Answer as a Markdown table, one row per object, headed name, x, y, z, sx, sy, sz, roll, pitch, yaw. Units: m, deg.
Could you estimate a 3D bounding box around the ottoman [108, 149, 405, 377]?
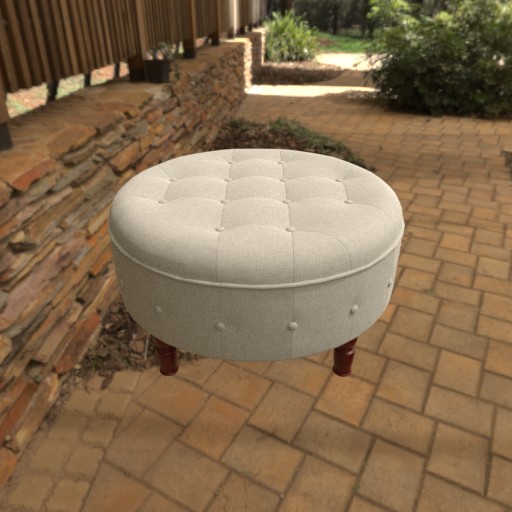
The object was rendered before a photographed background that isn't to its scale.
| name | x | y | z | sx | sy | sz | roll | pitch | yaw |
| --- | --- | --- | --- | --- | --- | --- | --- | --- | --- |
| ottoman | 0.000 | 0.000 | 1.401 | 0.850 | 0.483 | 0.850 | 0 | 30 | 0 |
